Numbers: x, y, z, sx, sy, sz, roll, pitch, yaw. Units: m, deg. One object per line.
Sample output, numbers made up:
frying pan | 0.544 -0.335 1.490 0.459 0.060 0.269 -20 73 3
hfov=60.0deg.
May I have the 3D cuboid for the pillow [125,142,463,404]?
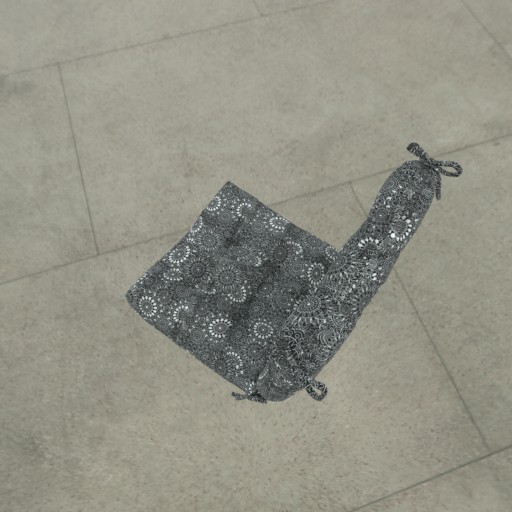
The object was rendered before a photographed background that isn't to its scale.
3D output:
pillow | 0.000 0.000 1.025 0.571 0.605 0.519 33 69 15
